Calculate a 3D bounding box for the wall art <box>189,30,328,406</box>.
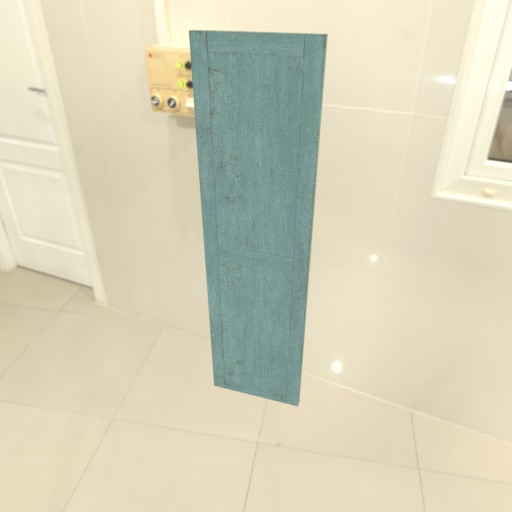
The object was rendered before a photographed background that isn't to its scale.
[{"bbox_3d":[0.000,0.000,1.347,0.329,1.219,0.025,9,33,15],"label":"wall art"}]
